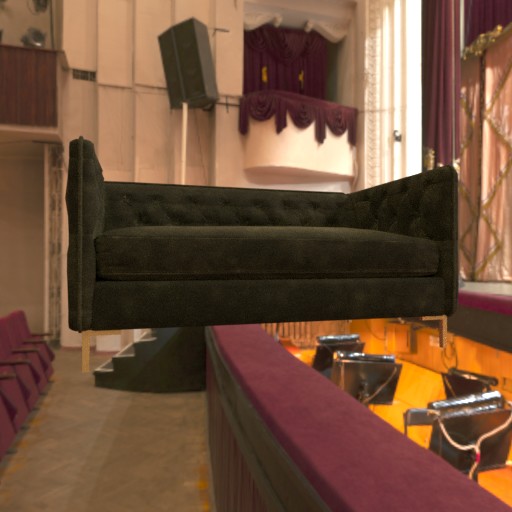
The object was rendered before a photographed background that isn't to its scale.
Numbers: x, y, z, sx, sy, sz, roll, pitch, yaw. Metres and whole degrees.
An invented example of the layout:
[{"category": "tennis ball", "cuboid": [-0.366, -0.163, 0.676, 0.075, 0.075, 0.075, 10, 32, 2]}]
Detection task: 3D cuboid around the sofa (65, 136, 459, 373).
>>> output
[{"category": "sofa", "cuboid": [0.000, 0.000, 2.031, 1.537, 0.768, 0.895, 0, -1, -17]}]
